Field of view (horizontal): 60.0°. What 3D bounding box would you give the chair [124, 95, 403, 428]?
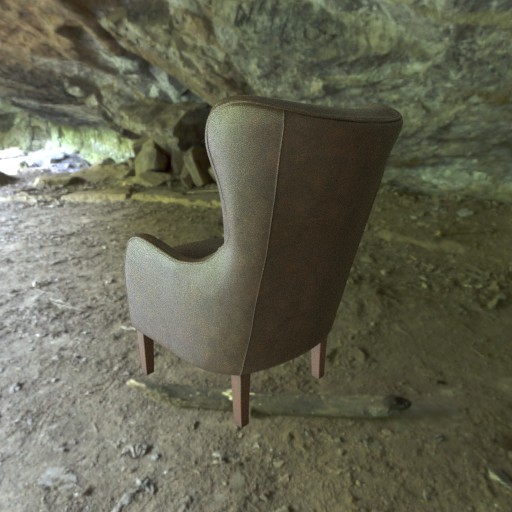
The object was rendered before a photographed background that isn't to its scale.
[{"bbox_3d":[0.000,0.000,1.599,0.692,1.048,0.914,-16,23,-43],"label":"chair"}]
